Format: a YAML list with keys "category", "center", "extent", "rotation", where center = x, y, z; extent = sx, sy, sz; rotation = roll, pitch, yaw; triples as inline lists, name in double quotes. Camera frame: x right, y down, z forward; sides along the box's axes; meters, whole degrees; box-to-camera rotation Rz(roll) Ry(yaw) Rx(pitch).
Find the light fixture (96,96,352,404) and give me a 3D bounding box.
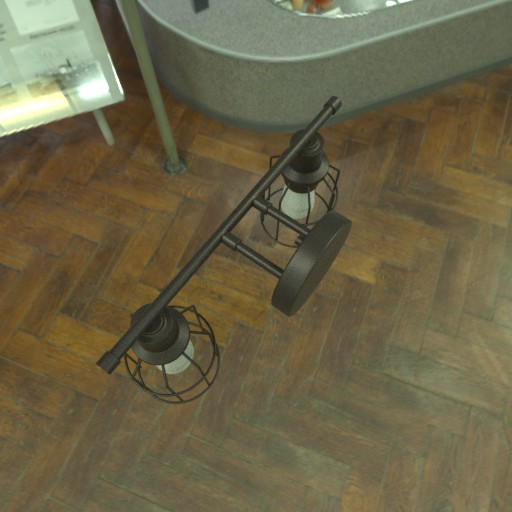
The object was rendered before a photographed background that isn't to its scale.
- category: "light fixture"
  center: [0.000, 0.000, 0.535]
  extent: [0.165, 0.254, 0.406]
  rotation: [34, 69, 15]
